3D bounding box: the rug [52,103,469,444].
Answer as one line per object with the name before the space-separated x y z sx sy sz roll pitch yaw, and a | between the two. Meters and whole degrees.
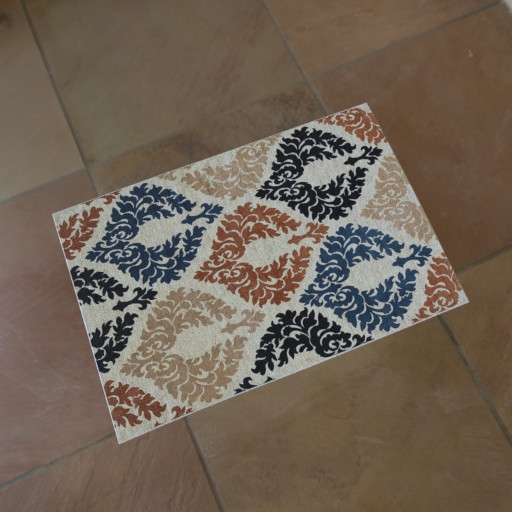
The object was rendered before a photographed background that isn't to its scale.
rug | 0.000 0.000 2.825 2.275 0.014 1.514 -21 76 -5
